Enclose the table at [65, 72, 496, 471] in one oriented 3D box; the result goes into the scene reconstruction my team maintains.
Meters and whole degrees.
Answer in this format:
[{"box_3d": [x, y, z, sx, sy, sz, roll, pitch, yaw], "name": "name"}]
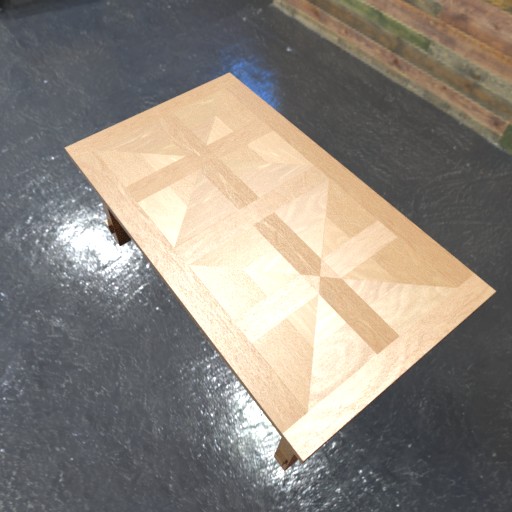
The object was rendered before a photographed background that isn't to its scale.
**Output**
[{"box_3d": [0.000, 0.000, 1.602, 0.711, 0.507, 1.270, -33, 62, -20], "name": "table"}]
